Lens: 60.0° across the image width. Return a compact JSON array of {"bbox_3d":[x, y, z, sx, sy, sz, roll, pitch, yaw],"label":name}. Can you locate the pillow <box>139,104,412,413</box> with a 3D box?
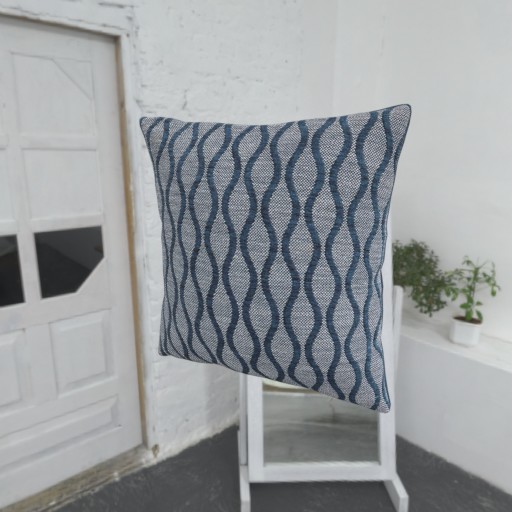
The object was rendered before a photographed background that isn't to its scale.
[{"bbox_3d":[0.000,0.000,0.689,0.435,0.435,0.159,7,16,25],"label":"pillow"}]
